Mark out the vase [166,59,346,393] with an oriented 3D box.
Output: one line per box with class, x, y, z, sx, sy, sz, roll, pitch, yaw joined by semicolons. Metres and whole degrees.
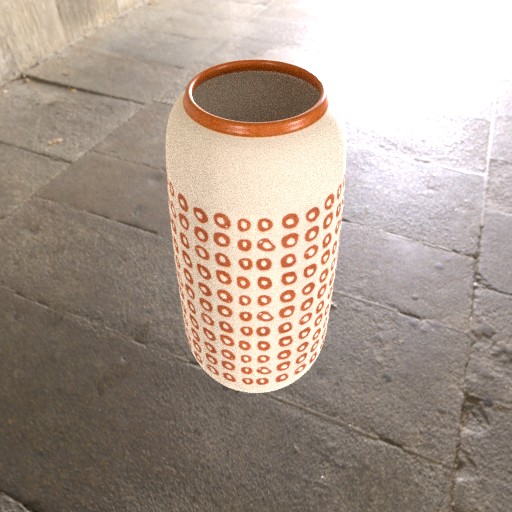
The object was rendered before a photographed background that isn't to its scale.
vase;0.000;0.000;0.358;0.133;0.282;0.133;0;47;0
